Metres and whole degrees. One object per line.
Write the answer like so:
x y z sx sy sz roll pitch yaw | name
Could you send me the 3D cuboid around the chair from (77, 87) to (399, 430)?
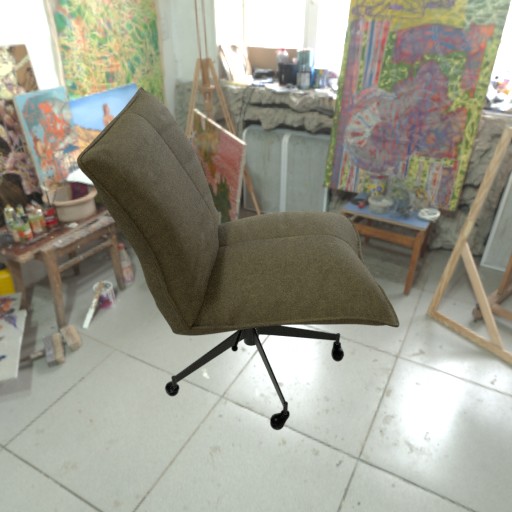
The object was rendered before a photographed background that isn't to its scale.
0.000 0.000 1.269 0.696 0.811 0.597 0 32 -1 | chair
